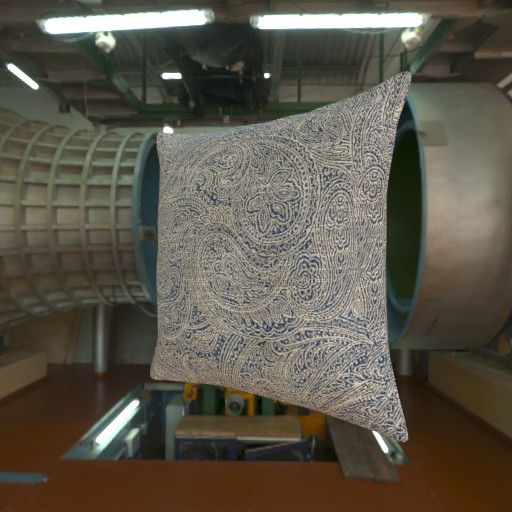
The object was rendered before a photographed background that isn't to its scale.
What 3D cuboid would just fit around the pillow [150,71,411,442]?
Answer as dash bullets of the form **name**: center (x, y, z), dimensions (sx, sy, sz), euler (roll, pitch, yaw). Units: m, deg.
- **pillow**: center (0.000, 0.000, 0.761), dimensions (0.523, 0.510, 0.166), euler (0, 0, 36)
